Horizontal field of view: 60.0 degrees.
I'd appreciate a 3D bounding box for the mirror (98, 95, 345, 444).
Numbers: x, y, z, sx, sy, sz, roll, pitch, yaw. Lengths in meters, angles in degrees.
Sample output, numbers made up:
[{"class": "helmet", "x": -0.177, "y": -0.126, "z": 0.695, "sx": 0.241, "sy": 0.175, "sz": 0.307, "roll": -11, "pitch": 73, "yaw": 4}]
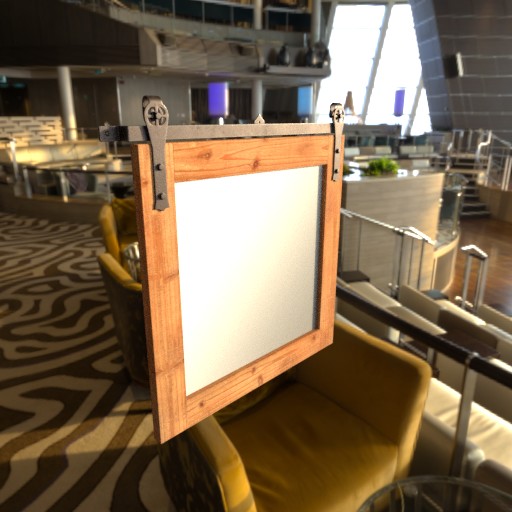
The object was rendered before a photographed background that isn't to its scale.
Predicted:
[{"class": "mirror", "x": 0.000, "y": 0.000, "z": 1.202, "sx": 0.054, "sy": 0.800, "sz": 0.805, "roll": 16, "pitch": 24, "yaw": 42}]
